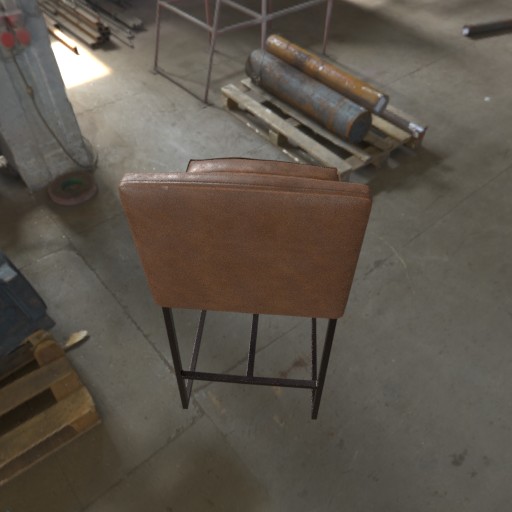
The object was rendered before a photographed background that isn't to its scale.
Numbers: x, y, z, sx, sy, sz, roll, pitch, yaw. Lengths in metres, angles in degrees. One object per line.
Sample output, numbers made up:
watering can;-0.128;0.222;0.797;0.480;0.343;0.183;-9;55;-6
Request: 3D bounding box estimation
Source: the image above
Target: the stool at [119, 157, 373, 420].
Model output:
stool;0.000;0.000;1.269;0.463;0.942;0.562;4;48;3
